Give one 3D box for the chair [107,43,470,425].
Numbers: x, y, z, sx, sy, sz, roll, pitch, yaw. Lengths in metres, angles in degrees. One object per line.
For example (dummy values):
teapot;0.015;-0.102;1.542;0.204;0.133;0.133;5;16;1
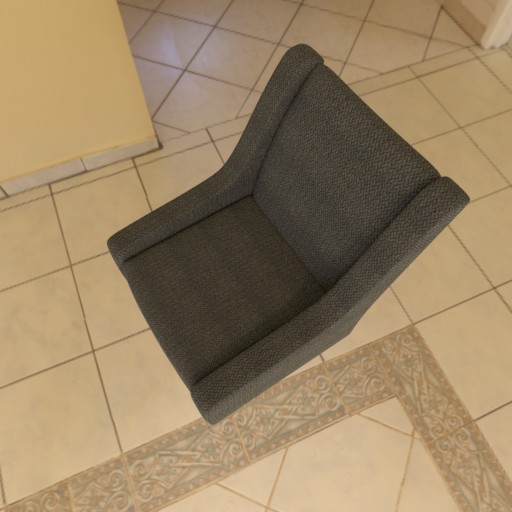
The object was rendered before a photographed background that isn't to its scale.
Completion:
chair;0.000;0.000;1.693;0.944;1.012;0.793;-30;66;-15
